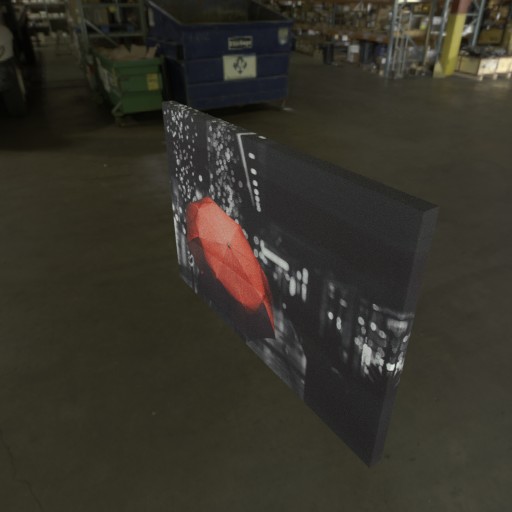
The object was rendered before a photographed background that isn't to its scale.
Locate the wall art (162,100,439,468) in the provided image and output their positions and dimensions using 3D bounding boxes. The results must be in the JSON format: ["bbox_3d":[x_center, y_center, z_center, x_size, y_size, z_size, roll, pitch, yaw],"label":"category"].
[{"bbox_3d":[0.000,0.000,1.132,0.038,0.609,0.914,-19,36,-29],"label":"wall art"}]
